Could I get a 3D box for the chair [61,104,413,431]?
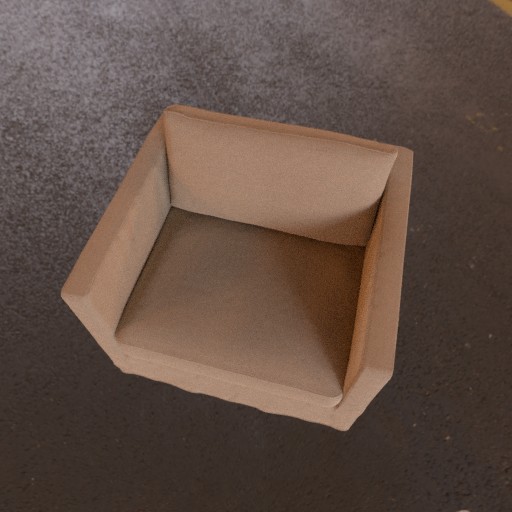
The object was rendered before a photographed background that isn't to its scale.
[{"bbox_3d":[0.000,0.000,1.754,1.057,0.867,0.949,12,58,8],"label":"chair"}]
